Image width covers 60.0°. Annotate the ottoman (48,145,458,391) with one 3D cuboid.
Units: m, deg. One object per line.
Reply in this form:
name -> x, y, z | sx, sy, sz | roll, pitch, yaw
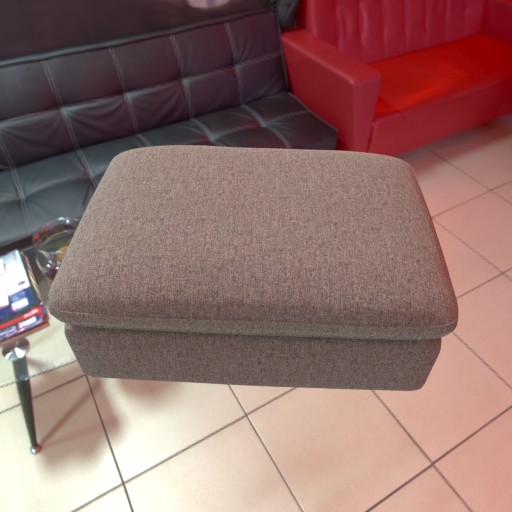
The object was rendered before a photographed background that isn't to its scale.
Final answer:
ottoman -> 0.000, 0.000, 1.329 | 0.977, 0.451, 0.694 | 2, 46, 2
